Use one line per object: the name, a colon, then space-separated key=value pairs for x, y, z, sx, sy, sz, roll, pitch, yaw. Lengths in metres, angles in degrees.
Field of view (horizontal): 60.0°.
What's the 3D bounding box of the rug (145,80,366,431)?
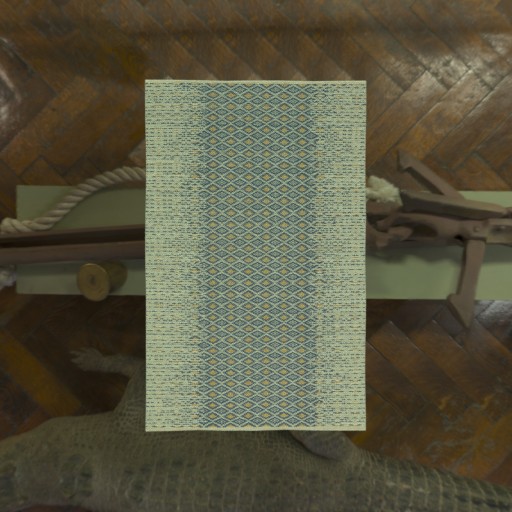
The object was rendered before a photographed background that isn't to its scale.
rug: x=0.000 y=0.000 z=3.092 sx=1.541 sy=0.008 sz=2.448 roll=0 pitch=90 yaw=-1
